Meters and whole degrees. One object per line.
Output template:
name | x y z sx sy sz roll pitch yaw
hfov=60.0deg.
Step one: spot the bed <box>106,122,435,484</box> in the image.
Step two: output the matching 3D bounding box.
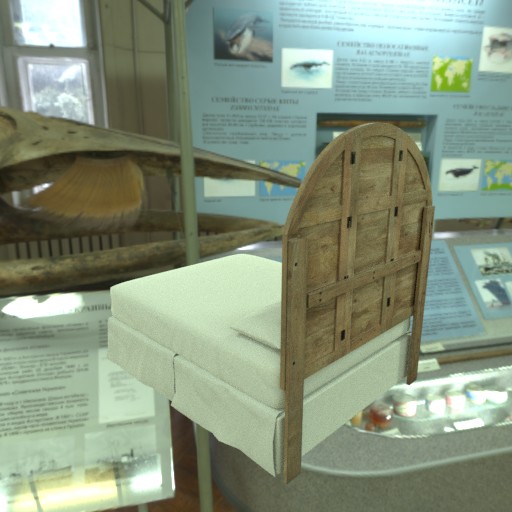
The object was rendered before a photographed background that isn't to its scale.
bed | 0.000 0.000 3.539 1.713 2.002 2.112 -15 21 -43
